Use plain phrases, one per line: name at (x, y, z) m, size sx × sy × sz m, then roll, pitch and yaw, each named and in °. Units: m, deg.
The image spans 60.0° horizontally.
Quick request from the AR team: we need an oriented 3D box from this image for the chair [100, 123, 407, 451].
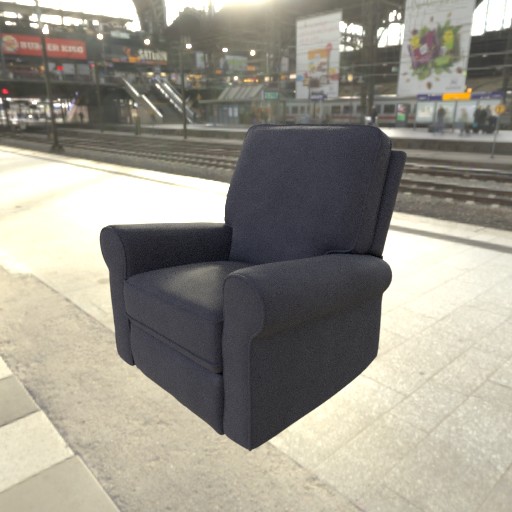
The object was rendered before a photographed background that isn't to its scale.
chair at (0.000, 0.000, 1.693) m, size 0.890 × 0.961 × 0.878 m, roll 17°, pitch 24°, yaw 42°
